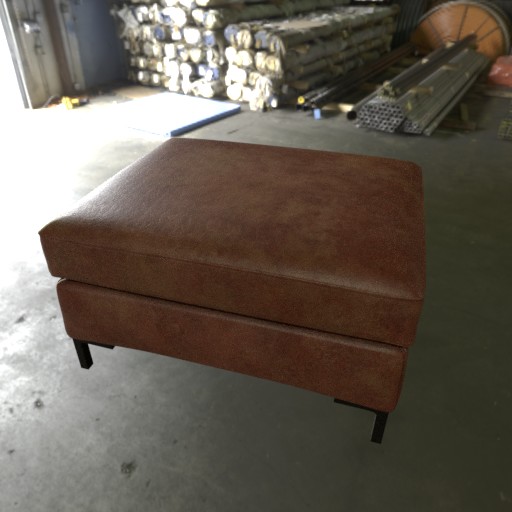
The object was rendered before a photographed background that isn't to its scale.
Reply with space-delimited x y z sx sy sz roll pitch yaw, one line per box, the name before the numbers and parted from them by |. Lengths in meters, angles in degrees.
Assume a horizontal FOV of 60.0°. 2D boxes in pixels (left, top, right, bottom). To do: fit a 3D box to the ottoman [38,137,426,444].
ottoman | 0.000 0.000 1.772 1.186 0.667 0.965 9 34 14
